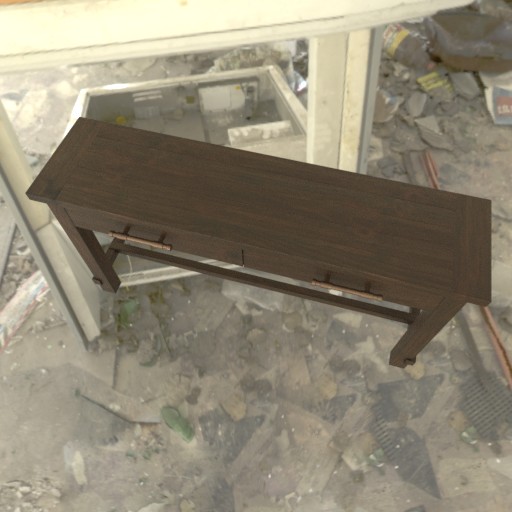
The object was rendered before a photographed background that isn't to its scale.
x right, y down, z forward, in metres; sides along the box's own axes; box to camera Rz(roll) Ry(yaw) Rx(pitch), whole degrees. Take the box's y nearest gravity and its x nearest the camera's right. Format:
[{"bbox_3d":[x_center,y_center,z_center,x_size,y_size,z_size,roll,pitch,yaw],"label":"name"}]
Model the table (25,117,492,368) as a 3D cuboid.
[{"bbox_3d":[0.000,0.000,1.882,1.599,0.762,0.442,13,59,8],"label":"table"}]
